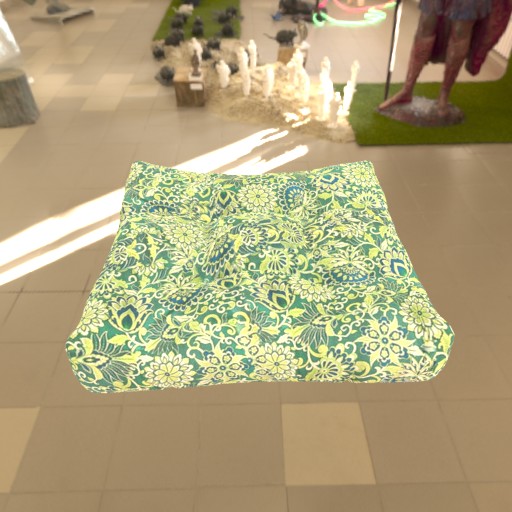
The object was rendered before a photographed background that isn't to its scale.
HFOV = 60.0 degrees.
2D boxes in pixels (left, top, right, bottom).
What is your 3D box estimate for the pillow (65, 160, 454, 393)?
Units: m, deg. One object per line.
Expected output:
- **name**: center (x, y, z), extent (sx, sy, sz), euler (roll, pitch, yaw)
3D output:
- **pillow**: center (0.000, 0.000, 0.734), extent (0.490, 0.128, 0.468), euler (-1, 41, -1)
